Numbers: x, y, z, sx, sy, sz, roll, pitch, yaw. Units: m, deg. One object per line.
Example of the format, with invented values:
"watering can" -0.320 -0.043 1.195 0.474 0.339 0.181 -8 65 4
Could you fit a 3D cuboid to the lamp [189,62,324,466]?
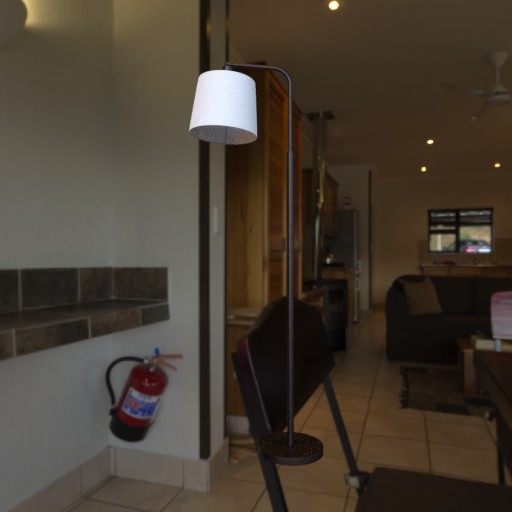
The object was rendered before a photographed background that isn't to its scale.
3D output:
"lamp" 0.000 0.000 1.686 0.508 1.478 0.254 0 -1 0
